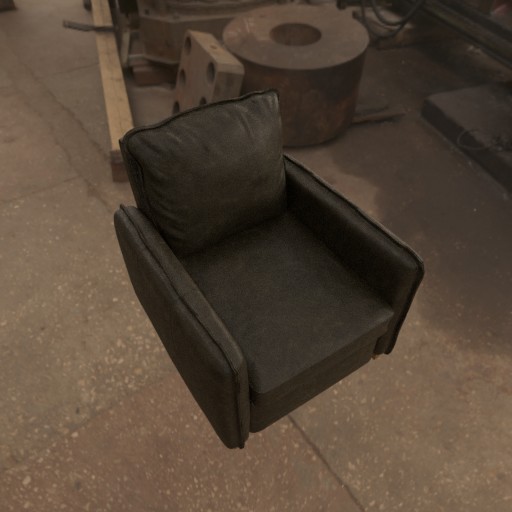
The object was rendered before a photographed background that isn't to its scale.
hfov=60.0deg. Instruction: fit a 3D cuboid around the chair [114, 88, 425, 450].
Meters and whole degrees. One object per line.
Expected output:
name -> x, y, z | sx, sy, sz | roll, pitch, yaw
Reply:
chair -> 0.000, 0.000, 1.644 | 0.830, 0.921, 0.921 | -25, 51, -22
